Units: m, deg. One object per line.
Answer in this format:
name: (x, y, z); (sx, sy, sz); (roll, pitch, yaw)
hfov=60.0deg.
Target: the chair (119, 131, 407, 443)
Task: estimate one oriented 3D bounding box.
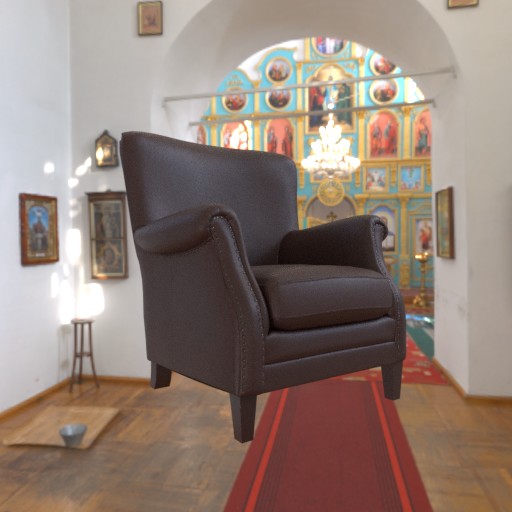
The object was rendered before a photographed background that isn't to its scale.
chair: (0.000, 0.000, 1.356); (0.700, 0.800, 0.746); (-1, 1, -35)
